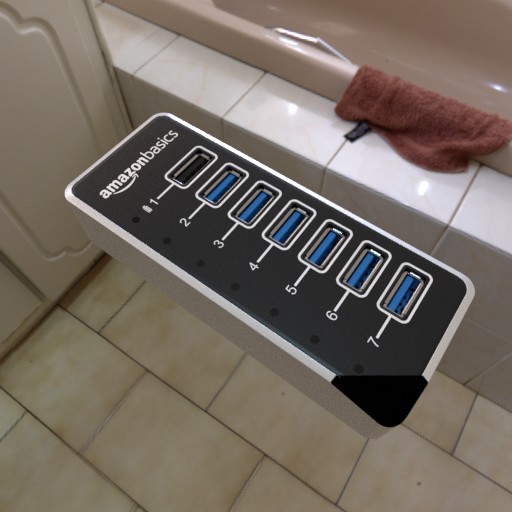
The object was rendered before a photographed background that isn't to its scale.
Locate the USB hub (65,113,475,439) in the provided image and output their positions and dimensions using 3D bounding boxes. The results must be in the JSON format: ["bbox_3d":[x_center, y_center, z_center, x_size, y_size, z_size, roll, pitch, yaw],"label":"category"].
[{"bbox_3d":[0.000,0.000,0.129,0.110,0.023,0.044,32,64,18],"label":"USB hub"}]
